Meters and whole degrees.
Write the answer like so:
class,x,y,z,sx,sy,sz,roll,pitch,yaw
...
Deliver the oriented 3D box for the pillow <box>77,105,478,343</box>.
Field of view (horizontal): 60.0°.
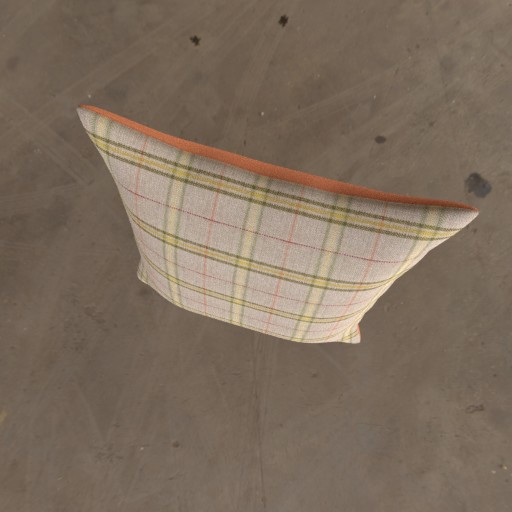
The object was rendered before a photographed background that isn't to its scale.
class,x,y,z,sx,sy,sz,roll,pitch,yaw
pillow,0.000,0.000,0.672,0.453,0.430,0.200,16,76,4
